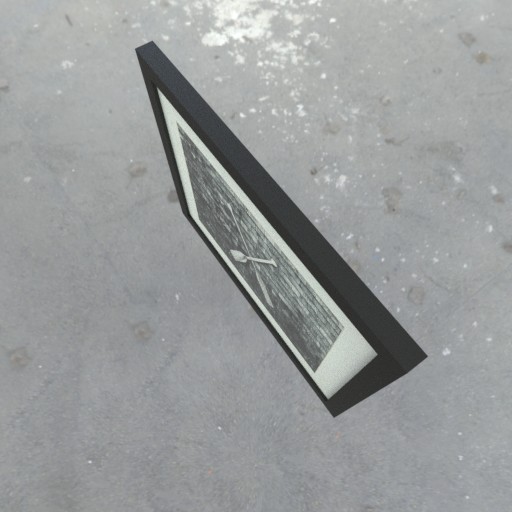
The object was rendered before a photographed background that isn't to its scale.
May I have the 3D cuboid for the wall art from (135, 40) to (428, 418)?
[{"bbox_3d":[0.000,0.000,0.745,0.029,0.457,0.558,-33,69,-14],"label":"wall art"}]
